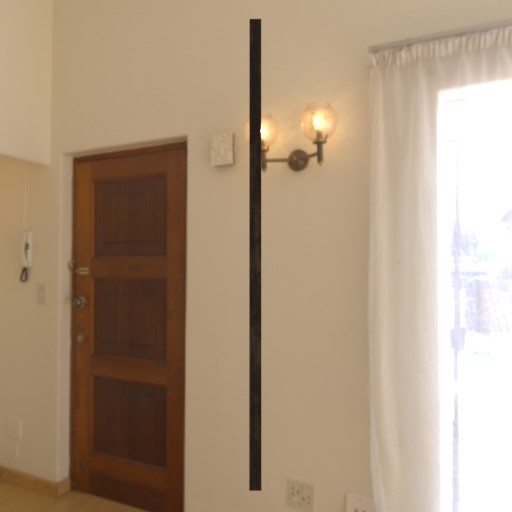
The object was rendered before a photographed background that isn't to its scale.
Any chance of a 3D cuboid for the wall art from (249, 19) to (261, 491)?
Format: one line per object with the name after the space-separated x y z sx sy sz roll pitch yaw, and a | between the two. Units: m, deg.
0.000 0.000 1.407 0.029 1.066 0.812 0 -1 0 | wall art
